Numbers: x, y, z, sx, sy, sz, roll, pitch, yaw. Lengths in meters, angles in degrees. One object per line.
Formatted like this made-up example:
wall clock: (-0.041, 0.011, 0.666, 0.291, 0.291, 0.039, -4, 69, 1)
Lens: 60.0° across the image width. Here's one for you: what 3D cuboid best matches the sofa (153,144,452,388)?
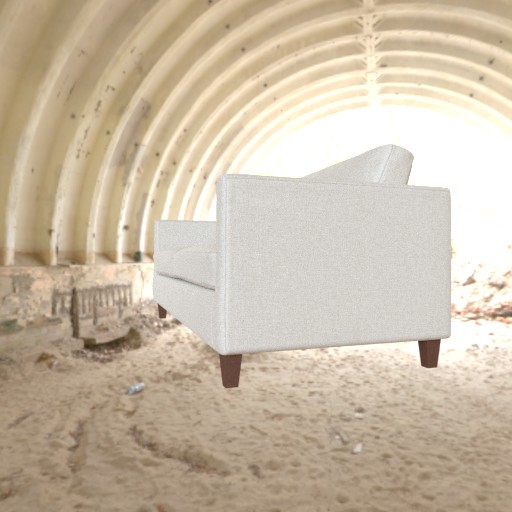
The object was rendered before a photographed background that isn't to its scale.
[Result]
sofa: (0.000, 0.000, 2.485, 0.965, 0.889, 1.981, 0, 0, -19)
